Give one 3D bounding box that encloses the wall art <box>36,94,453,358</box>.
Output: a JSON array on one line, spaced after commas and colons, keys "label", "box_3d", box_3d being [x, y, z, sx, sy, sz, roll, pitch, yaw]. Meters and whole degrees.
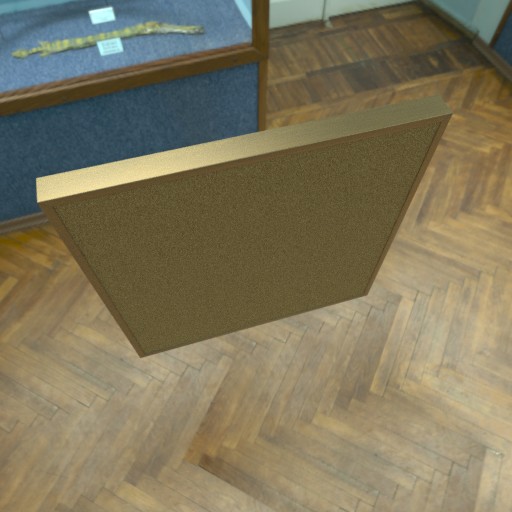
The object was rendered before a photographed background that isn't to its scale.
[{"label": "wall art", "box_3d": [0.000, 0.000, 0.741, 0.505, 0.505, 0.037, -14, 59, -9]}]
